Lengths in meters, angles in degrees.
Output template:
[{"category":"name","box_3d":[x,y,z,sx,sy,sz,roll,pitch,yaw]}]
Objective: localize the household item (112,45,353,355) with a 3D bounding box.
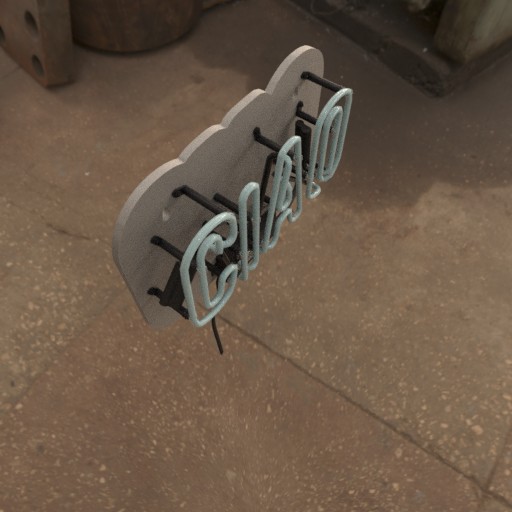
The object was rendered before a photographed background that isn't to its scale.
[{"category":"household item","box_3d":[0.000,0.000,0.382,0.042,0.294,0.211,33,64,19]}]
